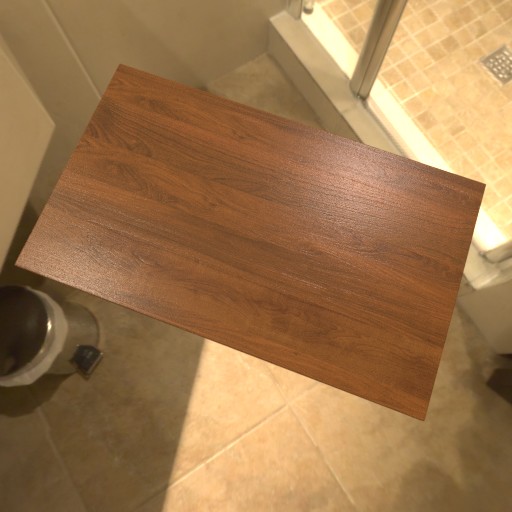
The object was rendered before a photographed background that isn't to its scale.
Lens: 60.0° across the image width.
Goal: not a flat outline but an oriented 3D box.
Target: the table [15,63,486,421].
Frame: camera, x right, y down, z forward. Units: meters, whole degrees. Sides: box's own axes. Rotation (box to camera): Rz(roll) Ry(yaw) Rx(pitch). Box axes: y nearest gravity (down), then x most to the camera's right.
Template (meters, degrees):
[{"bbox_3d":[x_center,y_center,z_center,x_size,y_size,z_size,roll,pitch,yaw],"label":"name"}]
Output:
[{"bbox_3d":[0.000,0.000,1.661,1.205,0.760,0.714,20,76,5],"label":"table"}]
